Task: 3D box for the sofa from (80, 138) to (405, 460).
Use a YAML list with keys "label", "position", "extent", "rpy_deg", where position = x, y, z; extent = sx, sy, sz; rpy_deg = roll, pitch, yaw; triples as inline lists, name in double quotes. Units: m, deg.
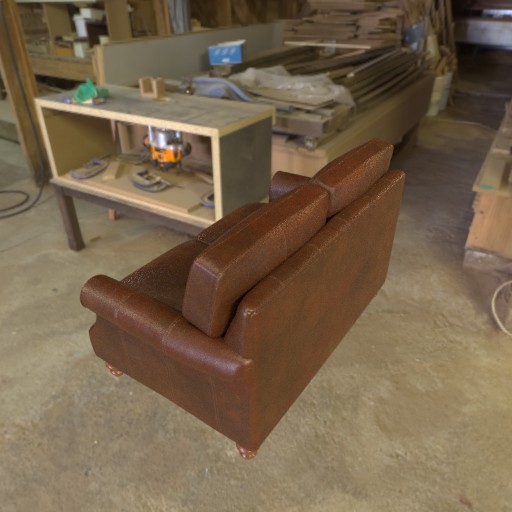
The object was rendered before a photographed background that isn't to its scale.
- label: "sofa"
  position: [0.000, 0.000, 2.268]
  extent: [0.990, 0.976, 1.616]
  rpy_deg: [20, 37, 29]
